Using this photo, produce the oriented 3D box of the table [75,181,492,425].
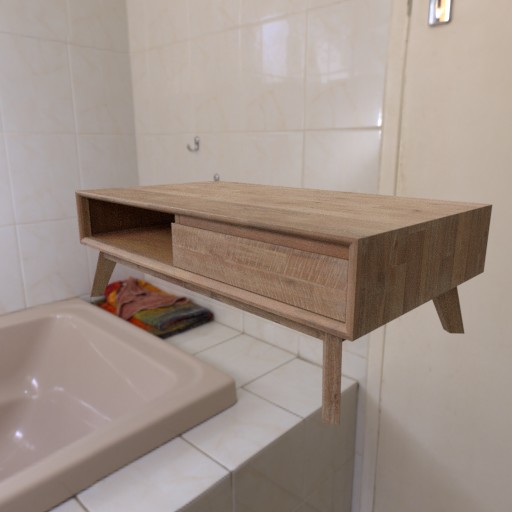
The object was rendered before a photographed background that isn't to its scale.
[{"bbox_3d":[0.000,0.000,1.986,0.918,0.531,1.619,-13,19,-43],"label":"table"}]
